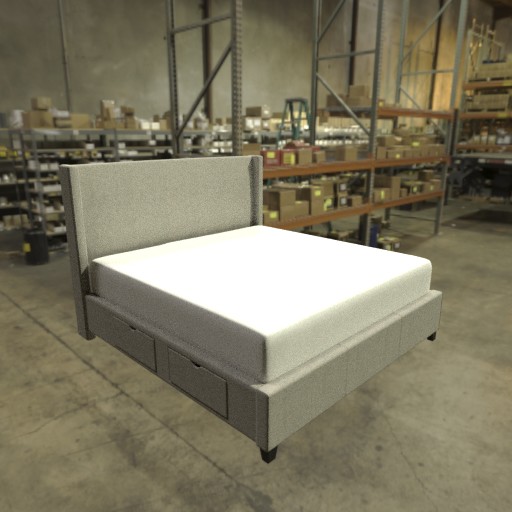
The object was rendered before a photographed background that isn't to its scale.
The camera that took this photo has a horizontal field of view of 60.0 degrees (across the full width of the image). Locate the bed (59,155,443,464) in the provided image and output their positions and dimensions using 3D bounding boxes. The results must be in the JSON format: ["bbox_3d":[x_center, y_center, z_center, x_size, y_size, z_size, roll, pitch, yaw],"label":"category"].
[{"bbox_3d":[0.000,0.000,3.646,2.280,1.470,2.140,15,22,43],"label":"bed"}]
